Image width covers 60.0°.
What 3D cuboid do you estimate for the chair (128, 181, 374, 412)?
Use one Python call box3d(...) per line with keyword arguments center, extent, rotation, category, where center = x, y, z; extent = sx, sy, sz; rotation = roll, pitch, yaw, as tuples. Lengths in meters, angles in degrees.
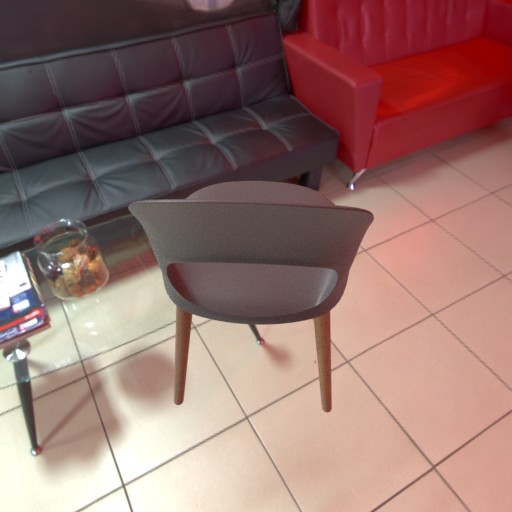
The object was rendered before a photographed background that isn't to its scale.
box3d(center=(0.000, 0.000, 1.127), extent=(0.470, 0.795, 0.556), rotation=(2, 46, 2), category="chair")
